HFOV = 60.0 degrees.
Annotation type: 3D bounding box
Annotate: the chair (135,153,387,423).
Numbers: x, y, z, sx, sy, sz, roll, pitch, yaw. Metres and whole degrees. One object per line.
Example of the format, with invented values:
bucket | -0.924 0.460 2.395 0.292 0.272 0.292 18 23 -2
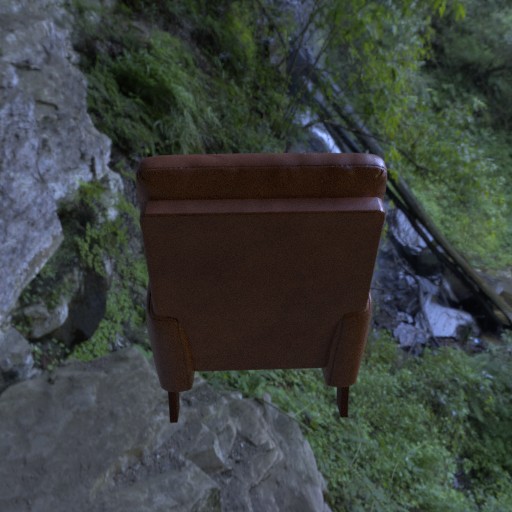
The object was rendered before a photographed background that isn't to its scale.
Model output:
chair | 0.000 0.000 1.681 0.762 0.990 0.990 -1 30 -2
